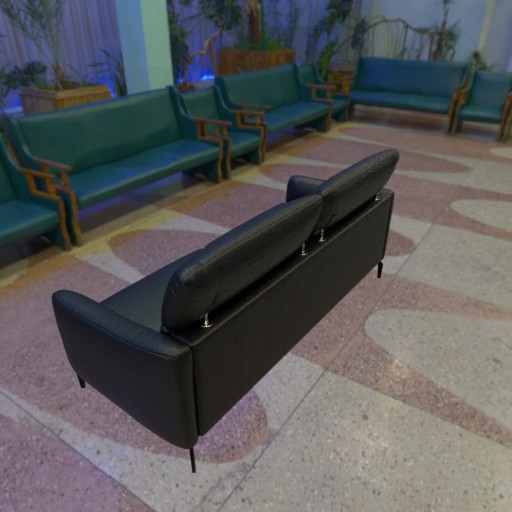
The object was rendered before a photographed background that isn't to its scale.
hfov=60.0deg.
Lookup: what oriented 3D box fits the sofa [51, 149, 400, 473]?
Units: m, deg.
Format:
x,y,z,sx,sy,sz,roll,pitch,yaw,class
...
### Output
x,y,z,sx,sy,sz,roll,pitch,yaw,class
0.000,0.000,2.503,0.856,0.957,2.069,20,35,32,sofa
